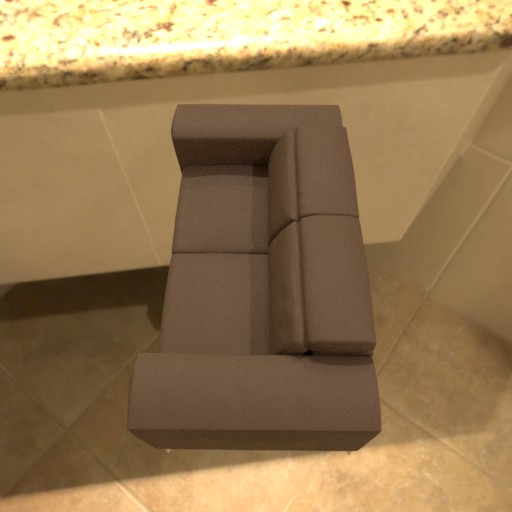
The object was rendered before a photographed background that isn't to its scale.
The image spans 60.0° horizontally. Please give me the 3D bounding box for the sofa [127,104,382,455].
[{"bbox_3d":[0.000,0.000,2.376,1.003,0.779,1.895,1,58,0],"label":"sofa"}]
